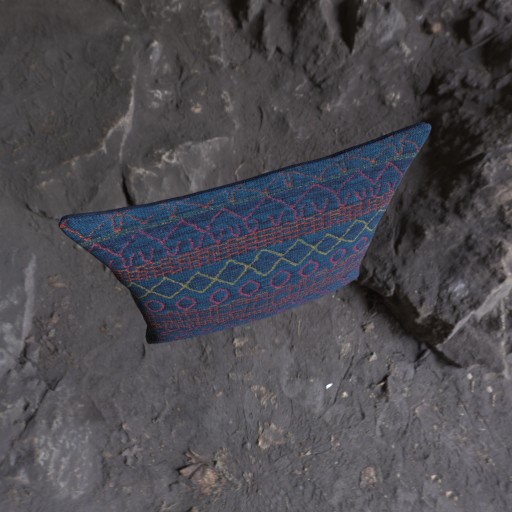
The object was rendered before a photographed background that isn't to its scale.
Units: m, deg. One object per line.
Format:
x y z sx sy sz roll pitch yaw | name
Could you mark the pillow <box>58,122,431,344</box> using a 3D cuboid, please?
0.000 0.000 0.670 0.431 0.431 0.141 -17 64 -8 | pillow
